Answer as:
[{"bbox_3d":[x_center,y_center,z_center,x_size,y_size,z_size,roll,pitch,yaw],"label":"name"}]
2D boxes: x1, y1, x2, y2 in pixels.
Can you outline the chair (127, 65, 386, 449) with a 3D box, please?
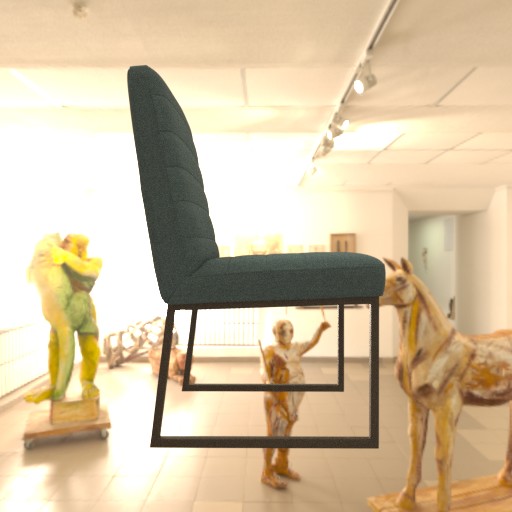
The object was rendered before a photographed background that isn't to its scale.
[{"bbox_3d":[0.000,0.000,1.302,0.634,0.930,0.520,0,0,0],"label":"chair"}]
